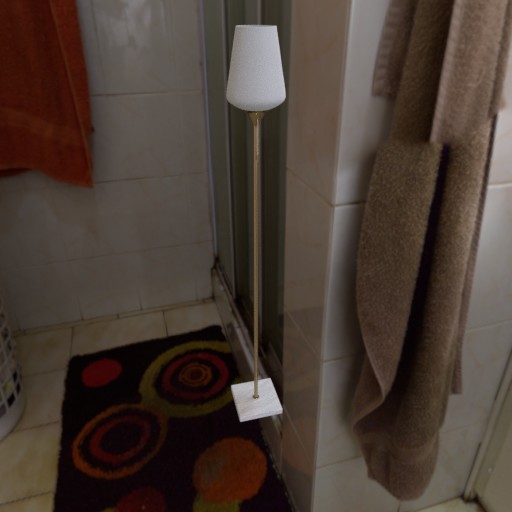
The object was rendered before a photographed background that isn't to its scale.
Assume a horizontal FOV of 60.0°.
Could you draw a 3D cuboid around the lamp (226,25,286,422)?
[{"bbox_3d":[0.000,0.000,1.967,0.229,1.813,0.232,-7,30,-13],"label":"lamp"}]
